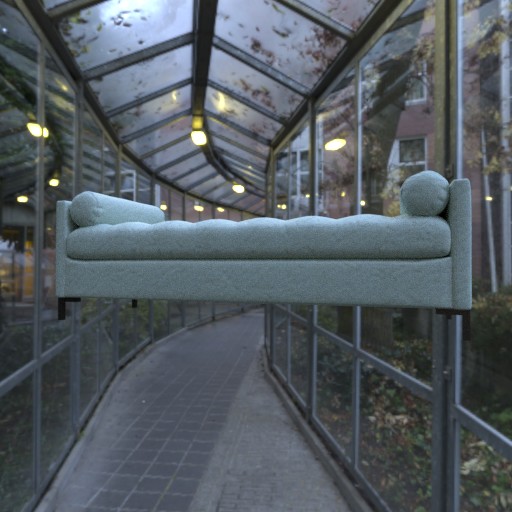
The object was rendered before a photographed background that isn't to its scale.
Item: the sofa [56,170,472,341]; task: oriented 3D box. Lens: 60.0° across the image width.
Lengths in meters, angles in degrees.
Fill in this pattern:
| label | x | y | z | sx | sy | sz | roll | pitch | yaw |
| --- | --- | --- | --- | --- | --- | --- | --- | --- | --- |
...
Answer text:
| label | x | y | z | sx | sy | sz | roll | pitch | yaw |
| --- | --- | --- | --- | --- | --- | --- | --- | --- | --- |
| sofa | 0.000 | 0.000 | 2.465 | 2.102 | 0.705 | 0.796 | 0 | -1 | 18 |
